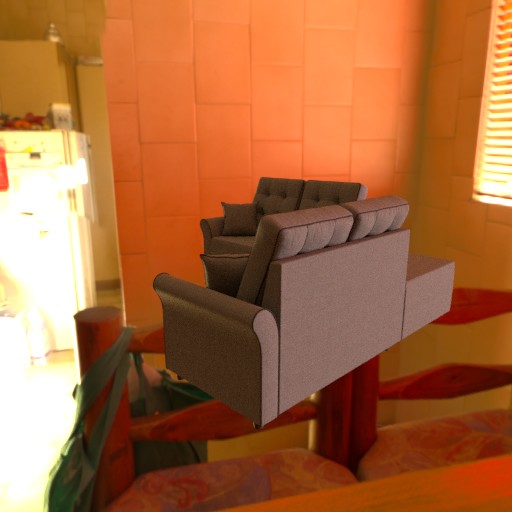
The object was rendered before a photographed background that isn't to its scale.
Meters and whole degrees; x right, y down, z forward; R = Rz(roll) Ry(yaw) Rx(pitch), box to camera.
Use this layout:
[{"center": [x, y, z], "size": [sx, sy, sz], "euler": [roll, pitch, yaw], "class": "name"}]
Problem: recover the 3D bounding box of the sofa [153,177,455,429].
[{"center": [0.000, 0.000, 3.238], "size": [2.070, 0.988, 2.068], "euler": [-13, 19, -43], "class": "sofa"}]
